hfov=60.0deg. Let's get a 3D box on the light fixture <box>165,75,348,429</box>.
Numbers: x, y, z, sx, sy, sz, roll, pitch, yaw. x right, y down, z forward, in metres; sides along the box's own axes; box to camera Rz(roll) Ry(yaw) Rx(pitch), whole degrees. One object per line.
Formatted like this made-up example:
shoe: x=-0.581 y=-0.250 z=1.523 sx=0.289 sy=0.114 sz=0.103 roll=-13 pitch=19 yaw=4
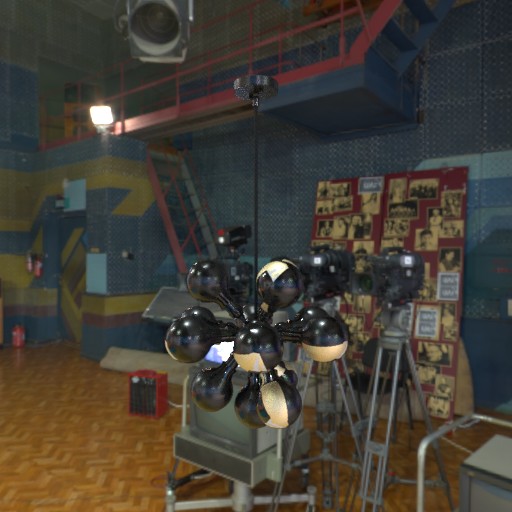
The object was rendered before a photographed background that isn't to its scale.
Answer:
light fixture: x=0.000 y=0.000 z=1.108 sx=0.420 sy=0.859 sz=0.468 roll=0 pitch=1 yaw=-1
